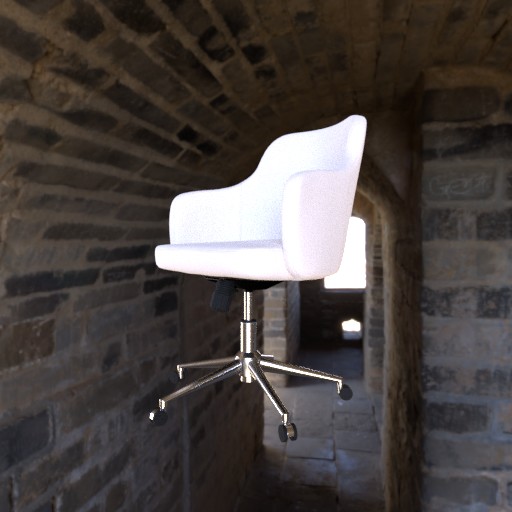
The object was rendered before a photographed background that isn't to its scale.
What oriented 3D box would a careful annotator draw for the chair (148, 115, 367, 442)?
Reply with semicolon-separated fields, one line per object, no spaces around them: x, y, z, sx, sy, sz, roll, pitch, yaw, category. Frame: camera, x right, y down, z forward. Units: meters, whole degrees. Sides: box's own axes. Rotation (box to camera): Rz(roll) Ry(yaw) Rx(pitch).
0.000;0.000;1.267;0.647;0.819;0.602;-1;2;-37;chair
